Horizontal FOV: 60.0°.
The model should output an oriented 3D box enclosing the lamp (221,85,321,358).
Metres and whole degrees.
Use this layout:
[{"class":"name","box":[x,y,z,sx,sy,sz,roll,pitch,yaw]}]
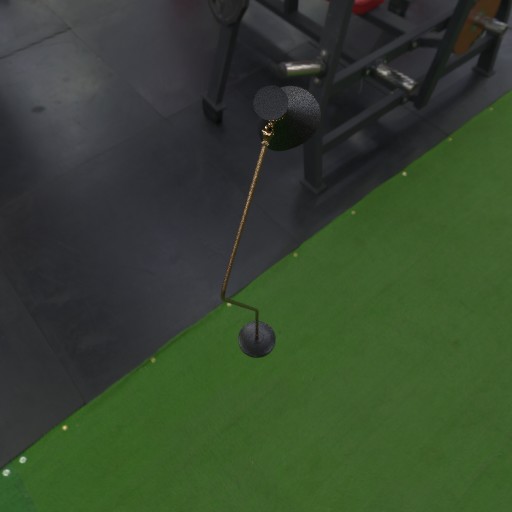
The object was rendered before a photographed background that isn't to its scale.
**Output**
[{"class":"lamp","box":[0.000,0.000,1.625,0.467,1.438,0.277,-33,64,-18]}]
